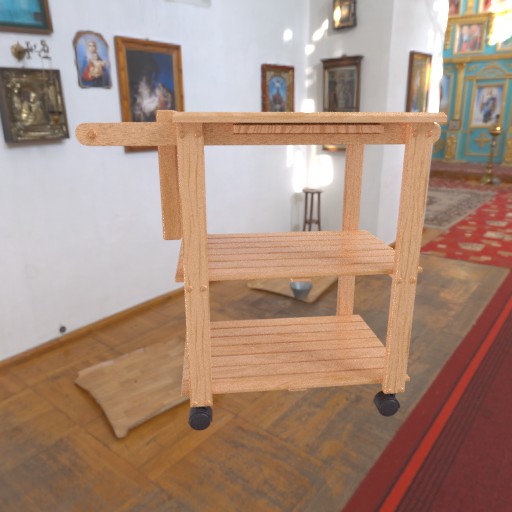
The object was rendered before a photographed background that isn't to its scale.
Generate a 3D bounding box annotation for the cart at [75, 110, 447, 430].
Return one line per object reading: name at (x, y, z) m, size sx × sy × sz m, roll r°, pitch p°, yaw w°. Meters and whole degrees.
cart at (0.000, 0.000, 1.318) m, size 0.843 × 0.816 × 0.520 m, roll -2°, pitch 17°, yaw -6°
